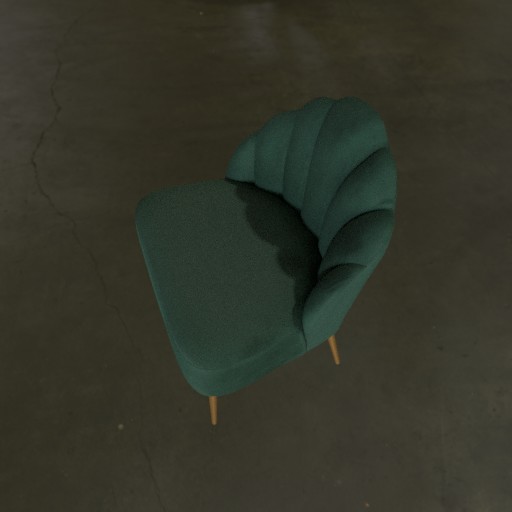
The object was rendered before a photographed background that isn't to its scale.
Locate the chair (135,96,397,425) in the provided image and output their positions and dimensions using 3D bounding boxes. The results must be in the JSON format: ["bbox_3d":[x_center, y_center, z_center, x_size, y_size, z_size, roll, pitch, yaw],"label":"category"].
[{"bbox_3d":[0.000,0.000,1.272,0.599,0.819,0.657,-16,49,-15],"label":"chair"}]
